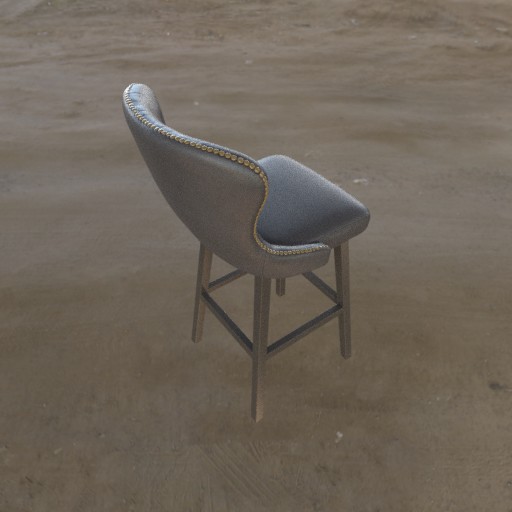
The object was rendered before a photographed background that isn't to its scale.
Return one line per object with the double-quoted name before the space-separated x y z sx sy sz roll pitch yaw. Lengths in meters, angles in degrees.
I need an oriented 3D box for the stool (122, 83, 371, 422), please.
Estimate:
"stool" 0.000 0.000 1.380 0.601 1.050 0.528 -26 48 -26
